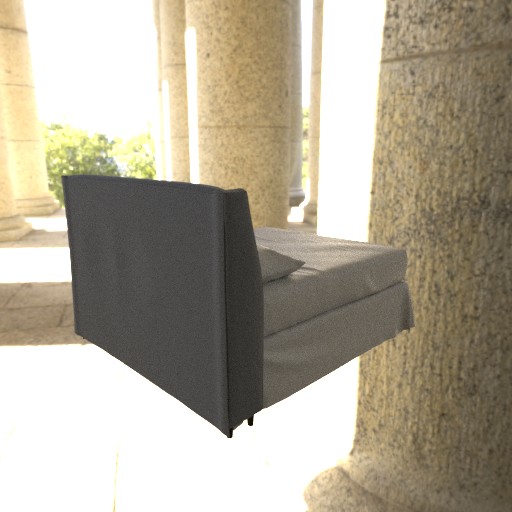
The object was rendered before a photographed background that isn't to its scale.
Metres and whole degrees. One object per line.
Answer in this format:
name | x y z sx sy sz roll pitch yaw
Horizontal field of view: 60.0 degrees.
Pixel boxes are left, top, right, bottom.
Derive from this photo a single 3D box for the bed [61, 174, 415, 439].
bed | 0.000 0.000 3.576 2.276 1.332 1.925 -13 18 -43
